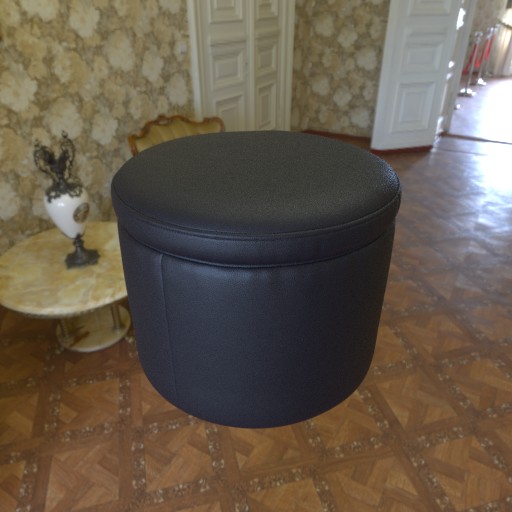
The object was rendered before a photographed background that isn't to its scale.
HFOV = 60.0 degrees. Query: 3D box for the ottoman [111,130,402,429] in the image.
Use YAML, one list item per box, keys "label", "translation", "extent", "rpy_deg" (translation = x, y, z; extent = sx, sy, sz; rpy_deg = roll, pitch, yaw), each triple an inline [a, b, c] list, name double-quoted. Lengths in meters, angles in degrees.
- label: "ottoman"
  translation: [0.000, 0.000, 0.870]
  extent: [0.501, 0.409, 0.501]
  rpy_deg: [0, 30, 0]
